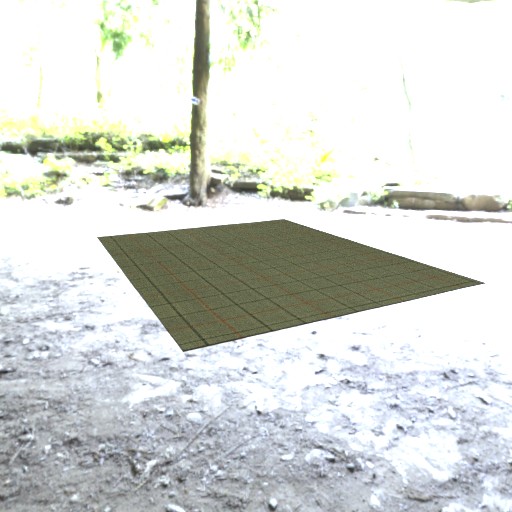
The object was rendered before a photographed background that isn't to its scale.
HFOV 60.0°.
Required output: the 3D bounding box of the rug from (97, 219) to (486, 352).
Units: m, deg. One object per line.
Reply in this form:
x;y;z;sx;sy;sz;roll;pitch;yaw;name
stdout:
0.000;0.000;4.188;2.444;0.012;3.048;-8;17;-26;rug
